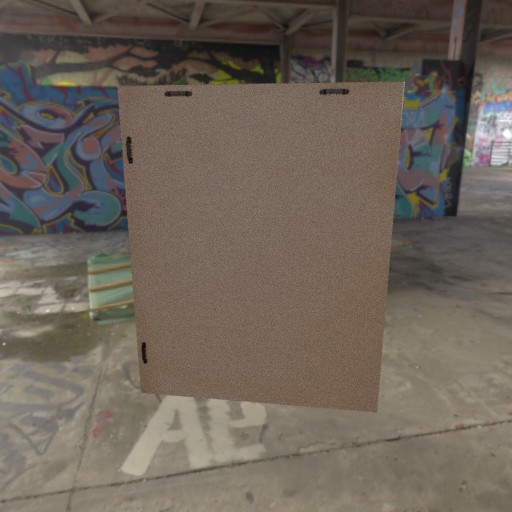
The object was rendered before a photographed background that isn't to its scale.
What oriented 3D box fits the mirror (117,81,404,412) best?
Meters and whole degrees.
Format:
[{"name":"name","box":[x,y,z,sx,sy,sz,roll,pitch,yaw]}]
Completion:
[{"name":"mirror","box":[0.000,0.000,0.701,0.405,0.508,0.041,2,15,8]}]
